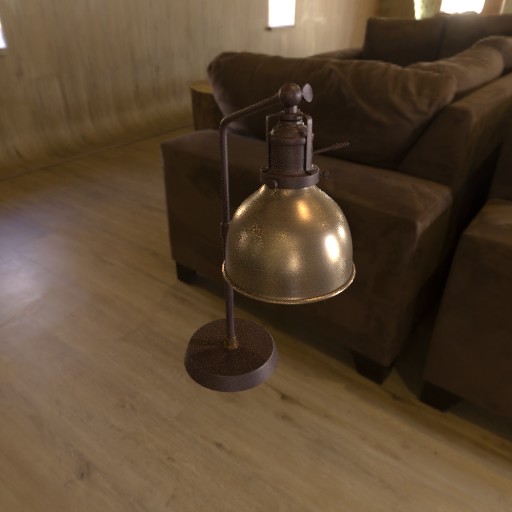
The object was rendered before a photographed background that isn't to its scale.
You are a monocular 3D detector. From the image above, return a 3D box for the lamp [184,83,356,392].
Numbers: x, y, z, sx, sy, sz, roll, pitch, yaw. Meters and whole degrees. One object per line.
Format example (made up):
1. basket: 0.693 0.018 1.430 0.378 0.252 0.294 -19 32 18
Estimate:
1. lamp: 0.000 0.000 0.618 0.175 0.469 0.298 -21 36 -31
